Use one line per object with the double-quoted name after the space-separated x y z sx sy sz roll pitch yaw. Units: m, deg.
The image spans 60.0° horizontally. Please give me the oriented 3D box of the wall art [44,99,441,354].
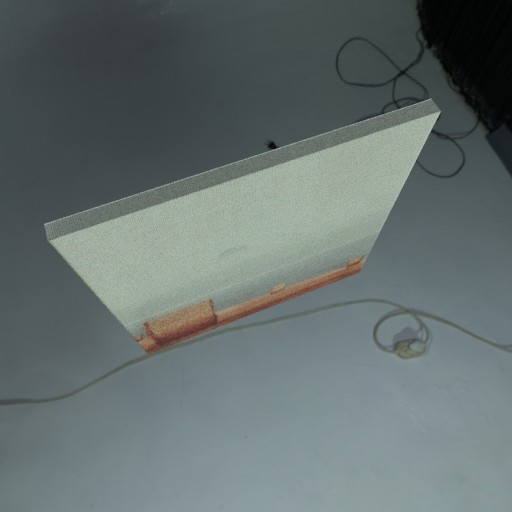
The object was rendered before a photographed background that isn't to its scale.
0.000 0.000 1.145 0.760 0.760 0.042 -20 65 -10 "wall art"
